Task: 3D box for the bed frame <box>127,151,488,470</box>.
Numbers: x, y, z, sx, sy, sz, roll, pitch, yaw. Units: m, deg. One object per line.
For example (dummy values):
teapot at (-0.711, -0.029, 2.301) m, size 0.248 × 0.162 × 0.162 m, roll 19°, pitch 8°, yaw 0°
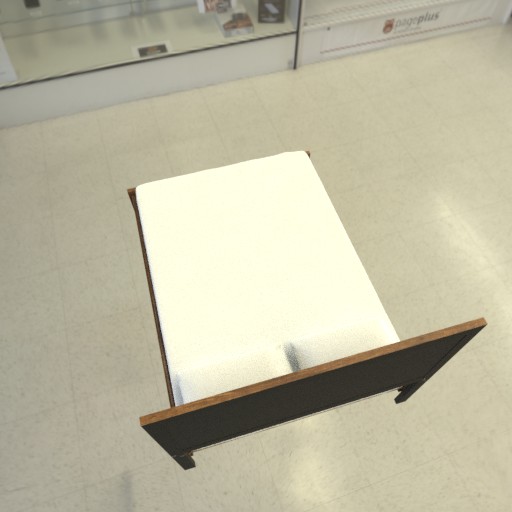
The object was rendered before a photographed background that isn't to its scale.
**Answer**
bed frame at (0.000, 0.000, 3.219) m, size 1.696 × 1.417 × 2.276 m, roll -14°, pitch 58°, yaw -9°
